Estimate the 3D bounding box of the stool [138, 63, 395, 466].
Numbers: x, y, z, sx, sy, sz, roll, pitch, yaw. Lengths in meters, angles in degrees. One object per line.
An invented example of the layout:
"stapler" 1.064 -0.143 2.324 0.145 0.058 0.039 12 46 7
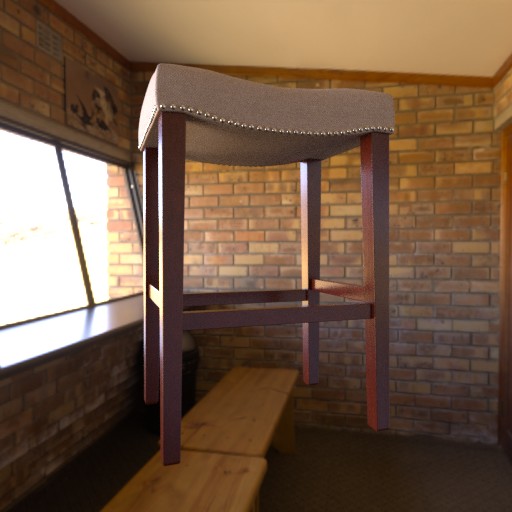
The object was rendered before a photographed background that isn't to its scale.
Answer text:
"stool" 0.000 0.000 1.032 0.504 0.742 0.372 -1 2 -19
